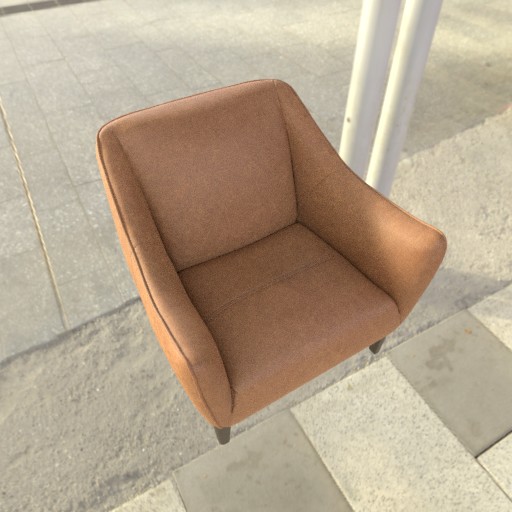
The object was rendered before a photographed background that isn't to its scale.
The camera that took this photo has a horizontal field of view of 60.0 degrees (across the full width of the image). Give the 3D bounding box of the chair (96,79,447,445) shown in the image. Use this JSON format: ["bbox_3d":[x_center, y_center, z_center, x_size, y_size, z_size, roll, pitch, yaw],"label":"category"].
[{"bbox_3d":[0.000,0.000,1.541,0.871,0.830,0.852,-24,50,-21],"label":"chair"}]
